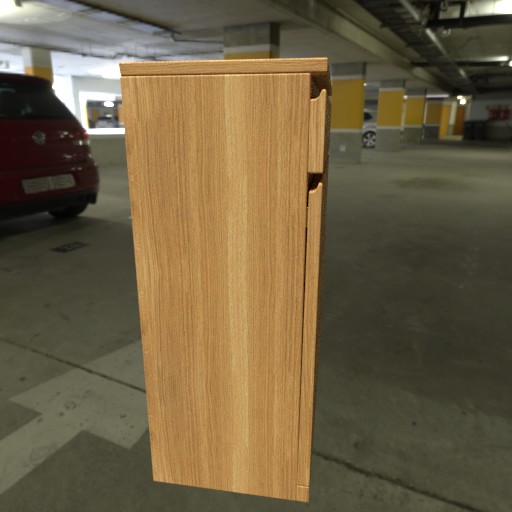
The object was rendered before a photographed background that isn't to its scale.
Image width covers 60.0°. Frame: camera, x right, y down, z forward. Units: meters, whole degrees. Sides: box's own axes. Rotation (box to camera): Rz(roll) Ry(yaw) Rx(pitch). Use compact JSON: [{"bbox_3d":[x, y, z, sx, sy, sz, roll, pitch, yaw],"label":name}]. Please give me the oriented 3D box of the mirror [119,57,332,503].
[{"bbox_3d":[0.000,0.000,1.345,0.400,1.000,0.800,3,17,9],"label":"mirror"}]
